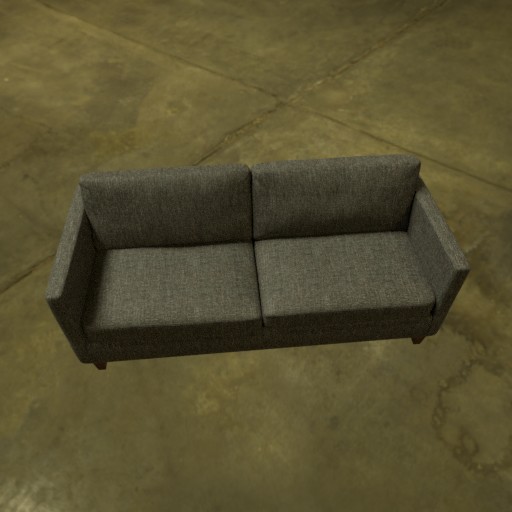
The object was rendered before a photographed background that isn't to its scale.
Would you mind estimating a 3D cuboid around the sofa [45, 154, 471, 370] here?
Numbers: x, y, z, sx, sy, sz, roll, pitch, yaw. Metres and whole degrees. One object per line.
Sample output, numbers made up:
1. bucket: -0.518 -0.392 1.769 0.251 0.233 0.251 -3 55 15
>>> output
1. sofa: 0.000 0.000 2.743 2.208 0.960 0.948 -4 47 -4
